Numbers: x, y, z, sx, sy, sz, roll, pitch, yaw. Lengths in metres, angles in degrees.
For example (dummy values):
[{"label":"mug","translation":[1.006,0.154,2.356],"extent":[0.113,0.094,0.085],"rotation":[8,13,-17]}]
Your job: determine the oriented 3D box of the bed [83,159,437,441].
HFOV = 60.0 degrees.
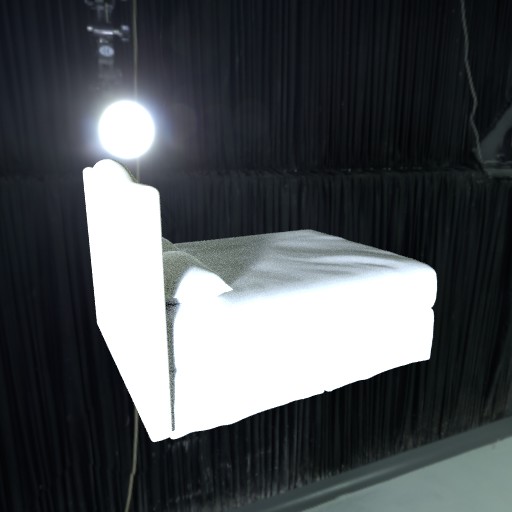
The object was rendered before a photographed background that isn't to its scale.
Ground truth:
[{"label":"bed","translation":[0.000,0.000,3.333],"extent":[2.143,1.460,1.753],"rotation":[-8,16,-27]}]
